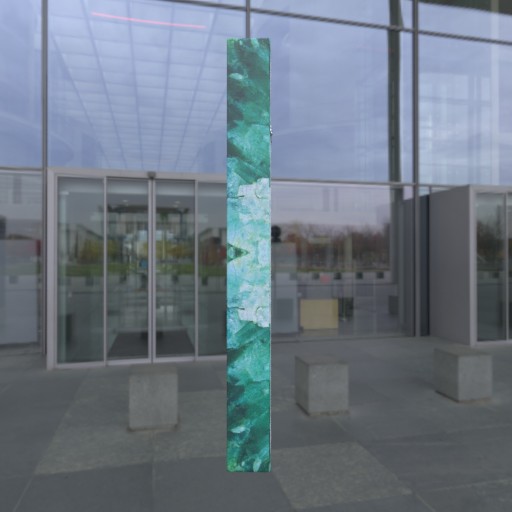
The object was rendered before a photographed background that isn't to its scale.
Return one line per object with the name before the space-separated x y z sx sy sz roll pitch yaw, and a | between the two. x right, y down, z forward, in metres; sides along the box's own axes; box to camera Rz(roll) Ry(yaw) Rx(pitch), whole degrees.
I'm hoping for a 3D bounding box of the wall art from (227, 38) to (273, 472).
wall art | 0.000 0.000 0.474 0.033 0.313 0.313 0 0 2
